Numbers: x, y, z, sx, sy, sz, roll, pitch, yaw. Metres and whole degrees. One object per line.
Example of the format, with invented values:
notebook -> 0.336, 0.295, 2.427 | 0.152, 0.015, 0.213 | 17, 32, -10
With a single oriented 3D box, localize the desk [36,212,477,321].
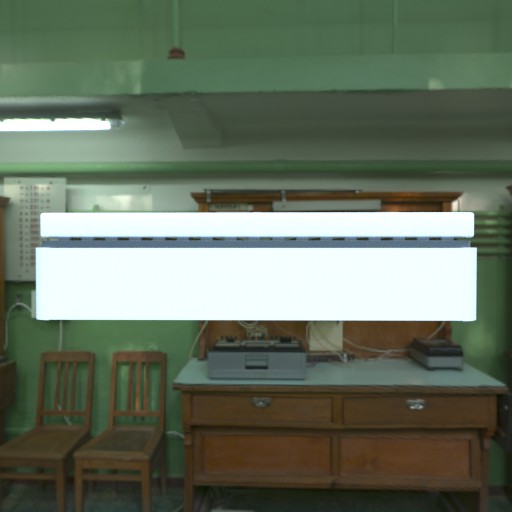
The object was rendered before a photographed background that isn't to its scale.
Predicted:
desk -> 0.000, 0.000, 2.306 | 1.900, 0.526, 0.900 | 0, 1, 1
